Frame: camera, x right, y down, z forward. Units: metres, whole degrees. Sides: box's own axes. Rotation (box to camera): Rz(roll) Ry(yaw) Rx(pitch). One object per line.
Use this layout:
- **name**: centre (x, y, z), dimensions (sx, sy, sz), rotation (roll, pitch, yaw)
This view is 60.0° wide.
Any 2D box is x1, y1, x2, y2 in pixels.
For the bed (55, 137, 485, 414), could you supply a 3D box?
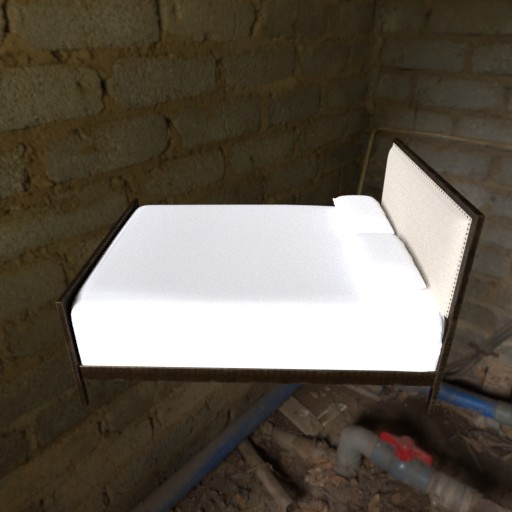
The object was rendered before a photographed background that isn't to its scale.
- **bed**: centre (0.000, 0.000, 3.146), dimensions (2.221, 1.313, 1.607), rotation (1, 28, 1)
